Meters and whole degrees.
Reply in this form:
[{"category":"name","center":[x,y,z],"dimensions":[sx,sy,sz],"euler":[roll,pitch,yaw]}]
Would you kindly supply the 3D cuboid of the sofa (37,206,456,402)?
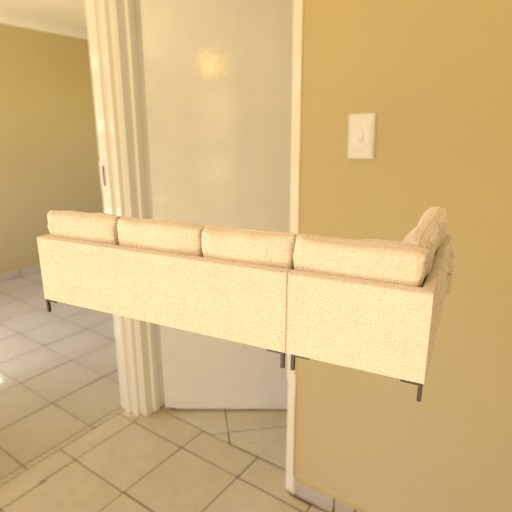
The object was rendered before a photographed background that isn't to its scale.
[{"category":"sofa","center":[0.000,0.000,4.200],"dimensions":[3.384,0.996,2.048],"euler":[7,17,25]}]
